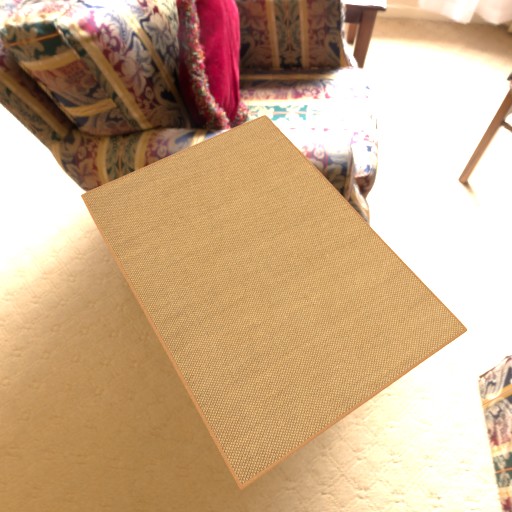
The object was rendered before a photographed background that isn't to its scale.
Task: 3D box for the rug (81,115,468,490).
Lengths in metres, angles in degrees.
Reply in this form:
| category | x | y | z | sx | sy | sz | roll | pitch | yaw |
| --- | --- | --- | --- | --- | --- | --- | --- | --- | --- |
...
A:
| category | x | y | z | sx | sy | sz | roll | pitch | yaw |
| --- | --- | --- | --- | --- | --- | --- | --- | --- | --- |
| rug | 0.000 | 0.000 | 2.786 | 1.524 | 0.013 | 2.134 | -28 | 62 | -16 |
